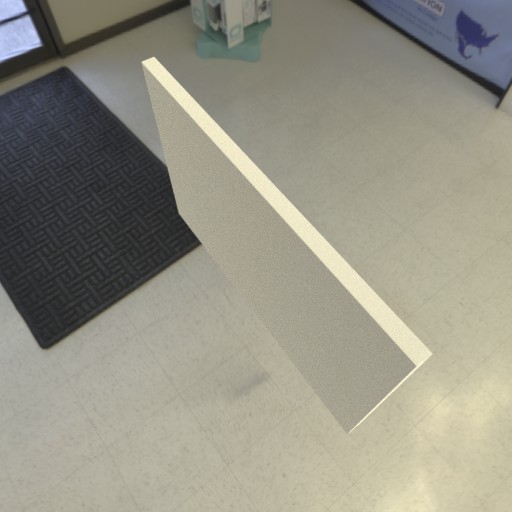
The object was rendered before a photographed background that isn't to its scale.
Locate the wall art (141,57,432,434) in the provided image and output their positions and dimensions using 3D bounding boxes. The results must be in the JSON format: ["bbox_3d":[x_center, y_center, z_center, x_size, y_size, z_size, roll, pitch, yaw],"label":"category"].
[{"bbox_3d":[0.000,0.000,1.125,0.038,0.601,0.898,-31,64,-17],"label":"wall art"}]
